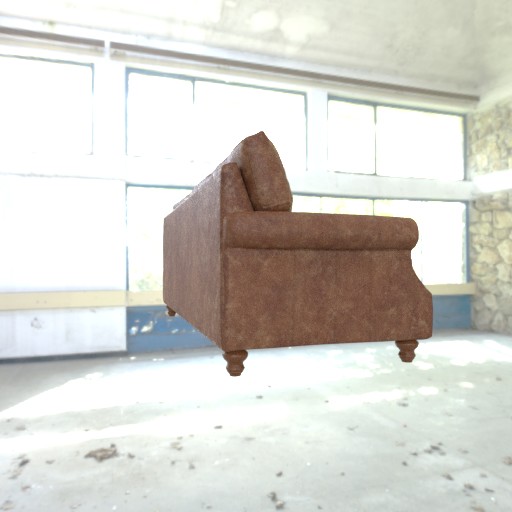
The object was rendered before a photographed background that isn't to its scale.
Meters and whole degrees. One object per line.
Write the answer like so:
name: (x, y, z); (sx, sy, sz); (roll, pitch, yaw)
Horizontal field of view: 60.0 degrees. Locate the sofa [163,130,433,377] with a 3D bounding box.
sofa: (0.000, 0.000, 2.846); (0.973, 0.977, 2.351); (0, -1, -18)
